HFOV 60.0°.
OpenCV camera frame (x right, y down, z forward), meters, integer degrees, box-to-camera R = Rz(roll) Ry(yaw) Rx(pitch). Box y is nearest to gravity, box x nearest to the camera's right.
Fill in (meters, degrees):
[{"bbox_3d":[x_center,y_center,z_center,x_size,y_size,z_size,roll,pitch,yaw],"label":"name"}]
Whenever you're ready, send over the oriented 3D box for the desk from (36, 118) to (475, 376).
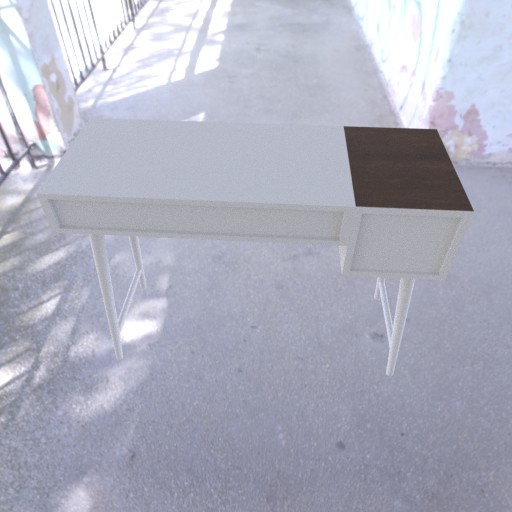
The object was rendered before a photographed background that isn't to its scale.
[{"bbox_3d":[0.000,0.000,1.489,1.069,0.761,0.409,3,44,3],"label":"desk"}]
